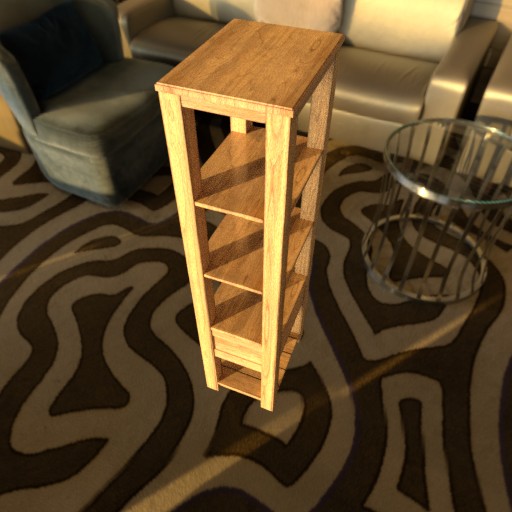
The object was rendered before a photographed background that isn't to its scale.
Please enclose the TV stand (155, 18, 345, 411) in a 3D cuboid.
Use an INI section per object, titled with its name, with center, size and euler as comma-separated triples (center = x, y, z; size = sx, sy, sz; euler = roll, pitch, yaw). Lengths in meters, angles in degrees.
[TV stand]
center = 0.000, 0.000, 2.055
size = 0.435, 1.828, 0.565
euler = 16, 49, 15
